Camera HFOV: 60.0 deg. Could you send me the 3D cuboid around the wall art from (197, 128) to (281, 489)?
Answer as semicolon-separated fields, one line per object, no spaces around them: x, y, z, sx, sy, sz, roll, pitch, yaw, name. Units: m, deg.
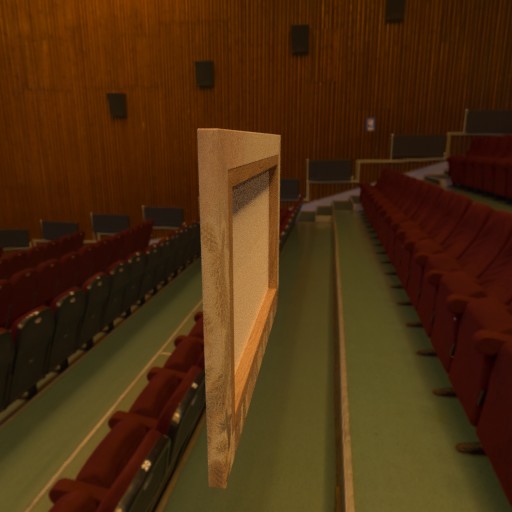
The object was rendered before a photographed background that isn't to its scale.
0.000;0.000;1.422;0.041;0.758;1.142;2;15;8;wall art
